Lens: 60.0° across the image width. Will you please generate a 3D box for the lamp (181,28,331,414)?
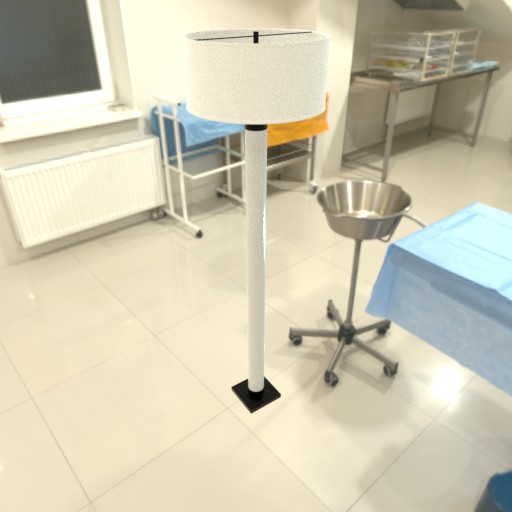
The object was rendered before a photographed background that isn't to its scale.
[{"bbox_3d":[0.000,0.000,1.627,0.420,1.475,0.420,-20,37,-29],"label":"lamp"}]
